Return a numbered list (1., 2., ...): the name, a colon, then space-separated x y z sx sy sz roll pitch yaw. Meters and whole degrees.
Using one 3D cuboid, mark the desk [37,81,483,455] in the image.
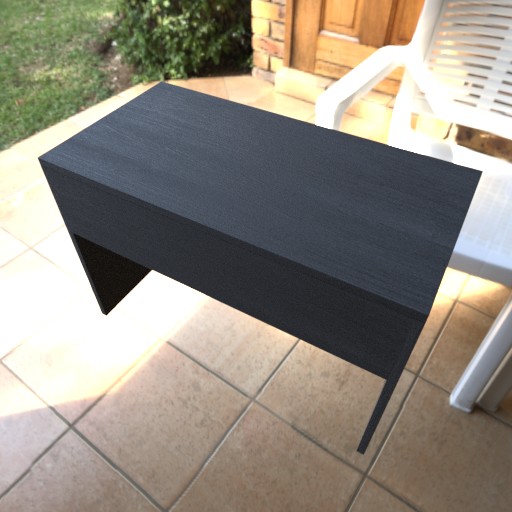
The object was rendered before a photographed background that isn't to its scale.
1. desk: 0.000 0.000 1.486 1.099 0.729 0.557 22 50 20
